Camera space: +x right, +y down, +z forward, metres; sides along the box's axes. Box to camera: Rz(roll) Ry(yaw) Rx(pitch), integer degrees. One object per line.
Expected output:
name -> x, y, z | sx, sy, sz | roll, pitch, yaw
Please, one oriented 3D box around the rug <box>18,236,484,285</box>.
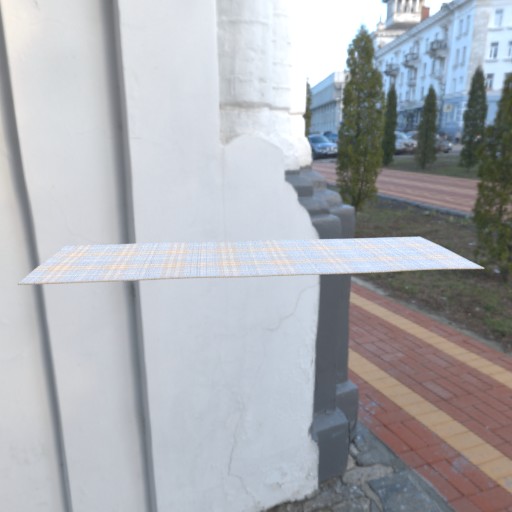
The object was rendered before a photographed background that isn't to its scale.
rug -> 0.000, 0.000, 2.669 | 2.439, 0.013, 0.762 | -2, 16, -6
